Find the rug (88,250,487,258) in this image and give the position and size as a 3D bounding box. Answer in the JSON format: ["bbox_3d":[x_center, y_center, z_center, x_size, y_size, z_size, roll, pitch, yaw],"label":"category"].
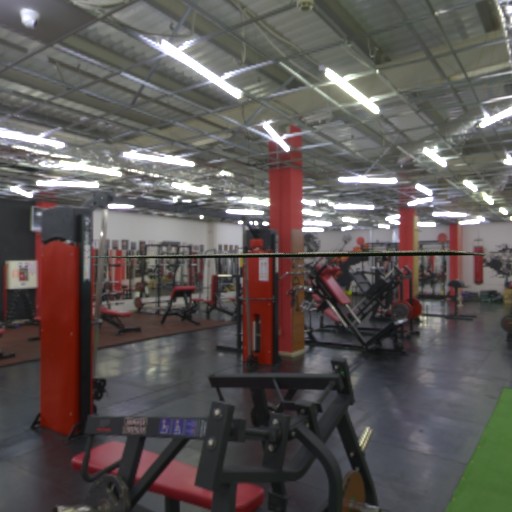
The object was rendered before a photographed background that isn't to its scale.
[{"bbox_3d":[0.000,0.000,2.724,2.437,0.008,0.774,-1,-1,37],"label":"rug"}]
